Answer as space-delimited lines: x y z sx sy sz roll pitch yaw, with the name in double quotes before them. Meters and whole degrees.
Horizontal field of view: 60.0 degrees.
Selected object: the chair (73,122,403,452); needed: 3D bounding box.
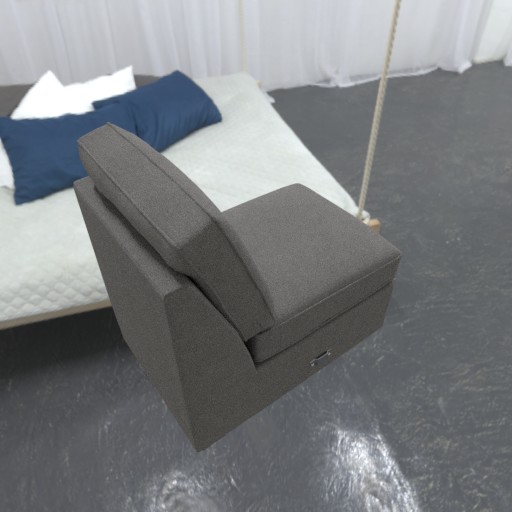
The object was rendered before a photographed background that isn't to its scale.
"chair" 0.000 0.000 1.570 0.938 0.970 0.621 -26 47 -27
